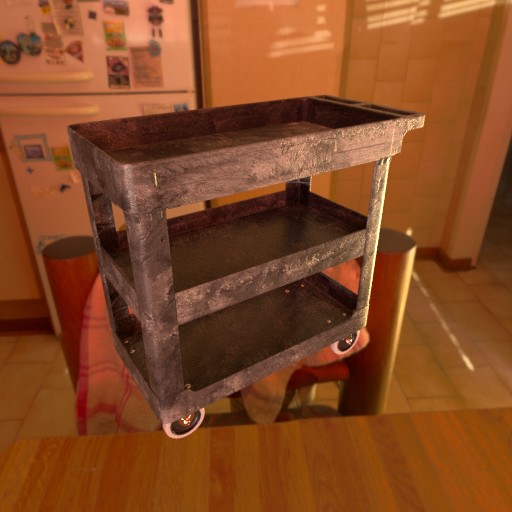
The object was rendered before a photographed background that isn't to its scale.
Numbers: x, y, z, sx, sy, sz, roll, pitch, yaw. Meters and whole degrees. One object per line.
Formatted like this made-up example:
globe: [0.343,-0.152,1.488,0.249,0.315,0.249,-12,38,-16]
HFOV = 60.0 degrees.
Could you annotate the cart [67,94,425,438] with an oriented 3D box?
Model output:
cart: [0.000,0.000,1.365,0.877,0.824,0.420,-18,33,-30]
